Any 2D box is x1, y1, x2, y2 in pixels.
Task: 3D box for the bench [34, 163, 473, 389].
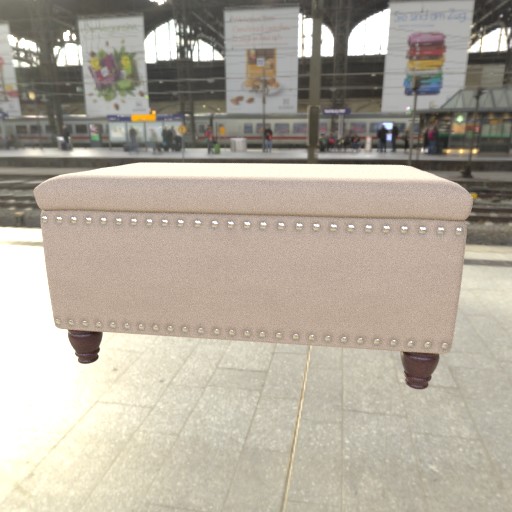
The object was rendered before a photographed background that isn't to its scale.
[{"bbox_3d":[0.000,0.000,1.160,0.887,0.449,0.500,2,16,8],"label":"bench"}]
